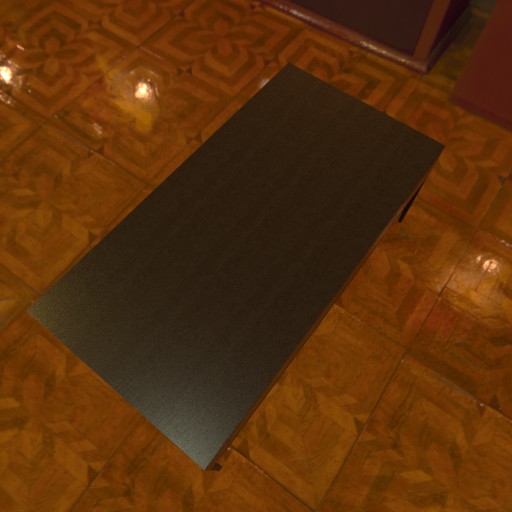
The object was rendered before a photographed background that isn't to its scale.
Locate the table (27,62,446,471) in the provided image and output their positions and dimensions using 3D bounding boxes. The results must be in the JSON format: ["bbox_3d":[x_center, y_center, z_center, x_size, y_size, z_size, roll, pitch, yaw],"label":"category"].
[{"bbox_3d":[0.000,0.000,1.393,0.574,0.435,1.095,35,69,16],"label":"table"}]
